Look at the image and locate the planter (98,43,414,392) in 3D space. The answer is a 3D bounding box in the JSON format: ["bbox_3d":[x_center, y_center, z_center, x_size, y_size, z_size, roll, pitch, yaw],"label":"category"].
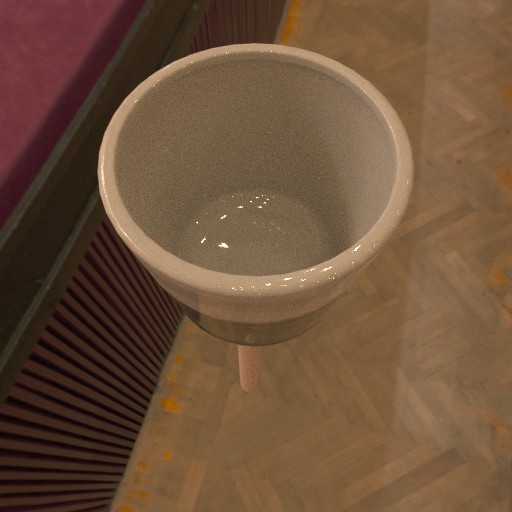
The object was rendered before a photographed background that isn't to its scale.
[{"bbox_3d":[0.000,0.000,0.451,0.217,0.331,0.217,16,64,8],"label":"planter"}]
